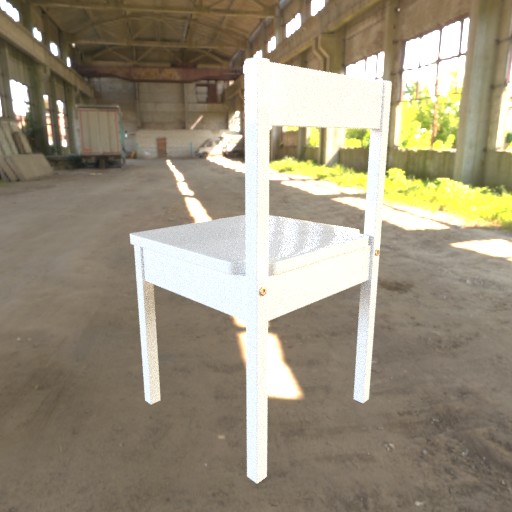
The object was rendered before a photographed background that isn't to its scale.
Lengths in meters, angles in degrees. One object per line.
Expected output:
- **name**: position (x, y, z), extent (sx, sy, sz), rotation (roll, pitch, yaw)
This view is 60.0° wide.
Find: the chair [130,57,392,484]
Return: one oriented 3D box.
- **chair**: position (0.000, 0.000, 0.904), extent (0.361, 0.668, 0.367), rotation (14, 20, 43)
